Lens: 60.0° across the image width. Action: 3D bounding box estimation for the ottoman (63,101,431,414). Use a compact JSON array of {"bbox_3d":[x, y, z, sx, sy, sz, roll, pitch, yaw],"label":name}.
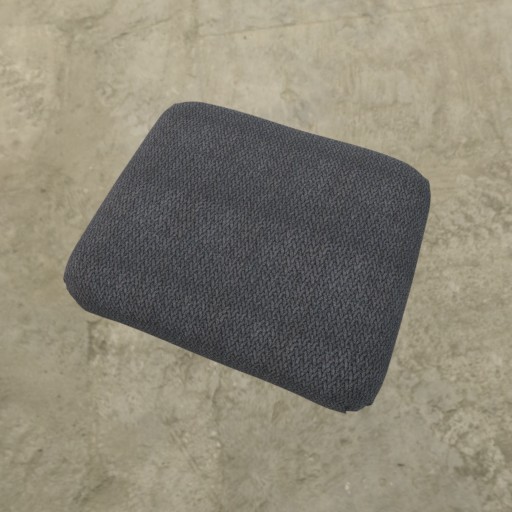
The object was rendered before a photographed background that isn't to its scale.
[{"bbox_3d":[0.000,0.000,1.161,0.747,0.450,0.622,20,65,9],"label":"ottoman"}]
